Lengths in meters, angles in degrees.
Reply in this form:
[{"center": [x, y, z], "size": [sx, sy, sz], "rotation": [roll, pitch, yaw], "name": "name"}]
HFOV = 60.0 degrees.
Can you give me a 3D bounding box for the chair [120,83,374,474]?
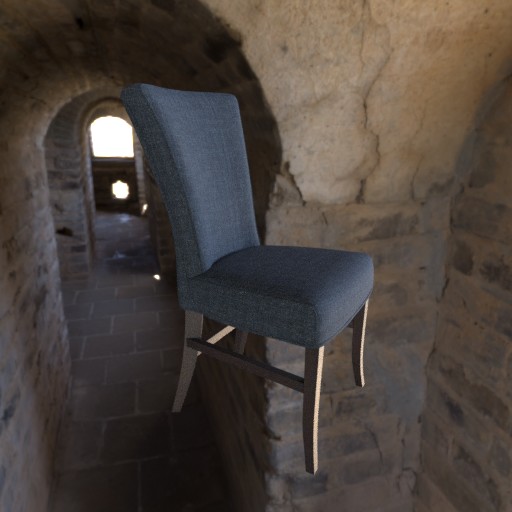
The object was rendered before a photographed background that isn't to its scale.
[{"center": [0.000, 0.000, 1.377], "size": [0.660, 0.991, 0.520], "rotation": [9, 18, 27], "name": "chair"}]
